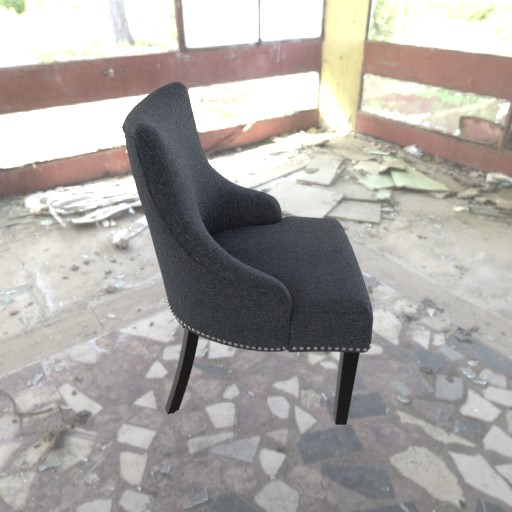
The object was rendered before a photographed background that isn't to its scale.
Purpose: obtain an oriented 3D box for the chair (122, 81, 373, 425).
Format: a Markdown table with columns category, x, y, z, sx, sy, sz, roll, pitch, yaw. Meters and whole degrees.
| category | x | y | z | sx | sy | sz | roll | pitch | yaw |
| --- | --- | --- | --- | --- | --- | --- | --- | --- | --- |
| chair | 0.000 | 0.000 | 1.332 | 0.629 | 0.909 | 0.566 | 0 | 31 | 0 |
